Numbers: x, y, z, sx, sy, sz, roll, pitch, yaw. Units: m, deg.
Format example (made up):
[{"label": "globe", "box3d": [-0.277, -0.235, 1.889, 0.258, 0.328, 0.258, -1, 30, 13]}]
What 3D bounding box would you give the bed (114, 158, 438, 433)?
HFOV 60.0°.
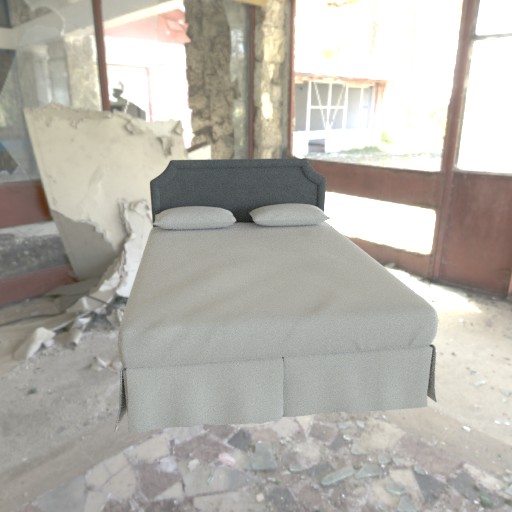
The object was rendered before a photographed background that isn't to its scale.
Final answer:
[{"label": "bed", "box3d": [0.000, 0.000, 3.583, 1.977, 1.306, 2.464, -3, 18, -8]}]
